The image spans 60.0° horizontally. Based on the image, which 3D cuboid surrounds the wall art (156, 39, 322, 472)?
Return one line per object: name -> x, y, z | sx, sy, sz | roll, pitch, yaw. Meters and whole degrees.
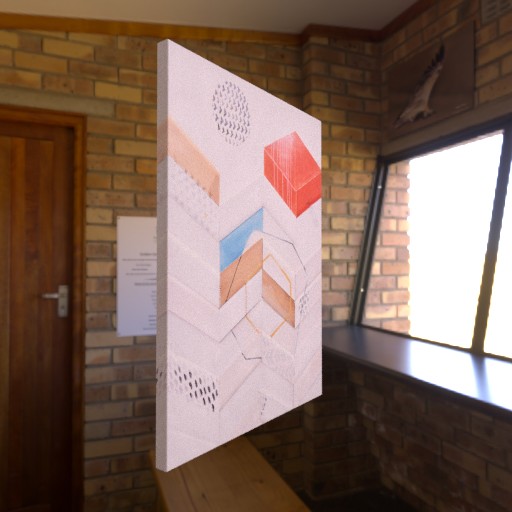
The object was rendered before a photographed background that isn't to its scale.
wall art -> 0.000, 0.000, 1.352 | 0.045, 1.014, 0.759 | -1, -1, 37
